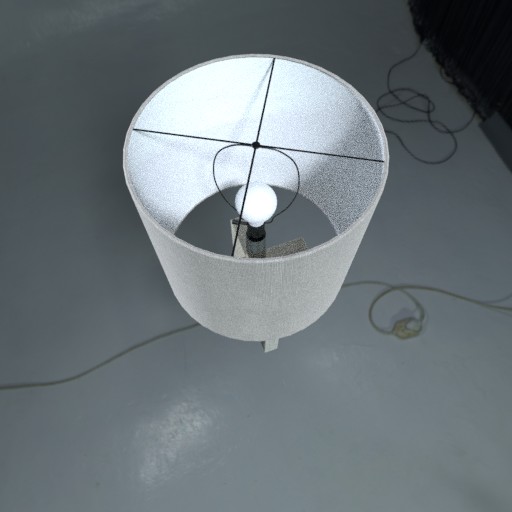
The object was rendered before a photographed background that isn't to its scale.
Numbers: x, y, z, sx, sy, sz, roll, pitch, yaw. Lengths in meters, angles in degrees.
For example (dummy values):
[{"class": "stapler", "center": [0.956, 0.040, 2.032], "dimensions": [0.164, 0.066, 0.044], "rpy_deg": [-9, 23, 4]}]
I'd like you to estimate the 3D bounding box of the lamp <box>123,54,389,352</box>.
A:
[{"class": "lamp", "center": [0.000, 0.000, 0.573], "dimensions": [0.229, 0.428, 0.229], "rpy_deg": [-18, 65, -9]}]
